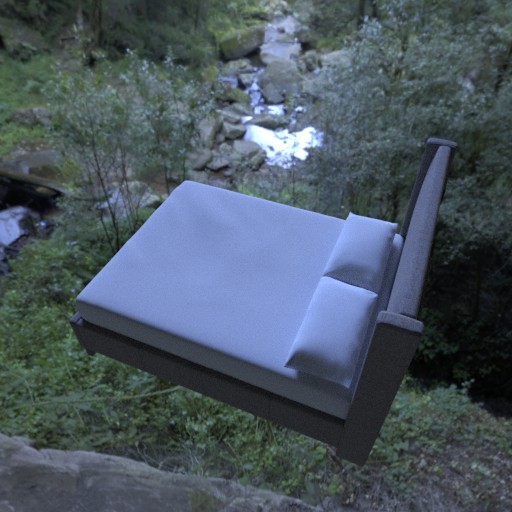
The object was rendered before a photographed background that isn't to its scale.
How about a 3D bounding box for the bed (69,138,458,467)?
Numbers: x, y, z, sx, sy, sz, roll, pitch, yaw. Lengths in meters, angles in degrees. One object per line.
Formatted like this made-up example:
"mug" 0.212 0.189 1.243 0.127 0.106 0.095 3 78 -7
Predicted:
"bed" 0.000 0.000 3.242 2.245 1.476 1.714 16 47 16
